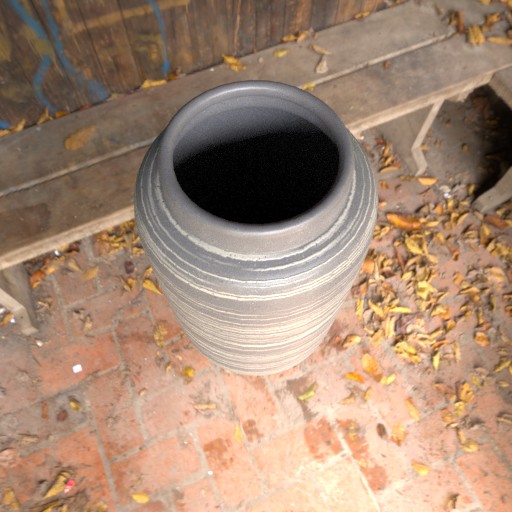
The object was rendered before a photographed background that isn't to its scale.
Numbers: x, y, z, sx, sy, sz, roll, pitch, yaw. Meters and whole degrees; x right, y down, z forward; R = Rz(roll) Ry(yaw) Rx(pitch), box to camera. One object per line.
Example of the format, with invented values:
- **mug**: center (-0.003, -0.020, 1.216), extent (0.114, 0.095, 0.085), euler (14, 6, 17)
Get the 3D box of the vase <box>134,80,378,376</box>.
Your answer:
- **vase**: center (0.000, 0.000, 0.677), extent (0.297, 0.499, 0.297), euler (0, 64, 0)
